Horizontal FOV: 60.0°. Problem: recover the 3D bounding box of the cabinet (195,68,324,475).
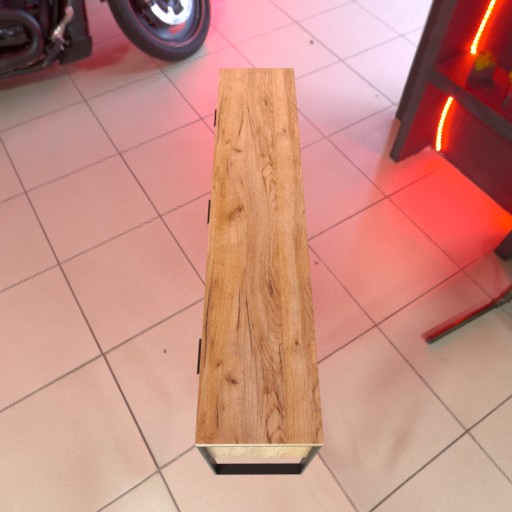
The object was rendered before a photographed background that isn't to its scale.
[{"bbox_3d":[0.000,0.000,2.113,0.395,0.762,1.800,0,58,0],"label":"cabinet"}]
